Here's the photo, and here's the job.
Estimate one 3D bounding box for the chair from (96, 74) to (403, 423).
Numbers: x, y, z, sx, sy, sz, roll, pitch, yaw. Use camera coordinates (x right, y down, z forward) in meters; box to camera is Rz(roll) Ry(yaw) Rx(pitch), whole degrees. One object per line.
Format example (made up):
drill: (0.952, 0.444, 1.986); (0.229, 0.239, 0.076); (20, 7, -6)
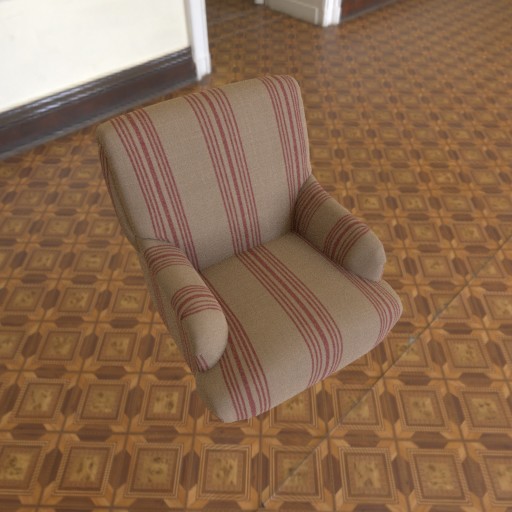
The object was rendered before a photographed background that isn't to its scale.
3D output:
chair: (0.000, 0.000, 1.913); (0.933, 1.123, 1.058); (-23, 51, -21)
